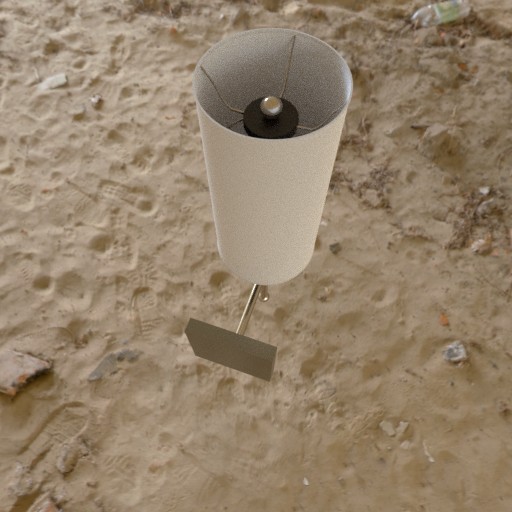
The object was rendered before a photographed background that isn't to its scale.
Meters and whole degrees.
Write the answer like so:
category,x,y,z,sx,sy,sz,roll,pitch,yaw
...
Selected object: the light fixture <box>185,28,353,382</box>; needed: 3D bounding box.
category,x,y,z,sx,sy,sz,roll,pitch,yaw
light fixture,0.000,0.000,0.540,0.128,0.462,0.208,17,64,9
